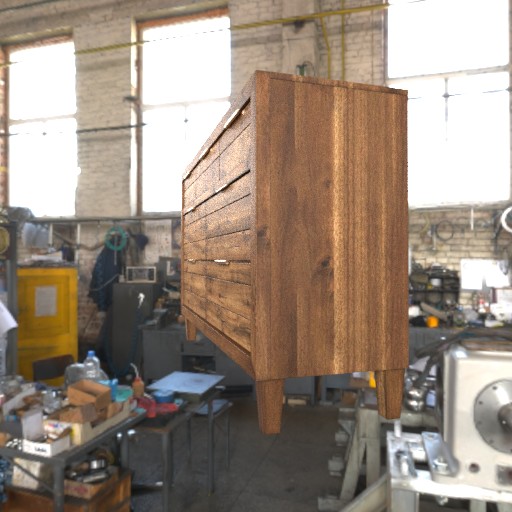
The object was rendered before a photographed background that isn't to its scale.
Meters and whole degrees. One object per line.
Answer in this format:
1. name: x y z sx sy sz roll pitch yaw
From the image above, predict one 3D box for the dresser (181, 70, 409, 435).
1. dresser: 0.000 0.000 1.792 0.438 0.892 1.387 0 0 -17
